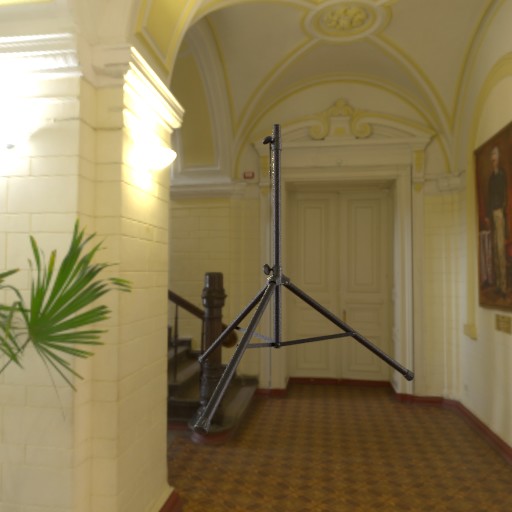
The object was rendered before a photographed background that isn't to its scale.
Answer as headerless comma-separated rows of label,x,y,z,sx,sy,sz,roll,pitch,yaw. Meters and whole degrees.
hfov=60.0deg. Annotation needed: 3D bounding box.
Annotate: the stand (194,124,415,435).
stand,0.000,0.000,2.880,1.596,1.595,1.339,2,-3,-37
